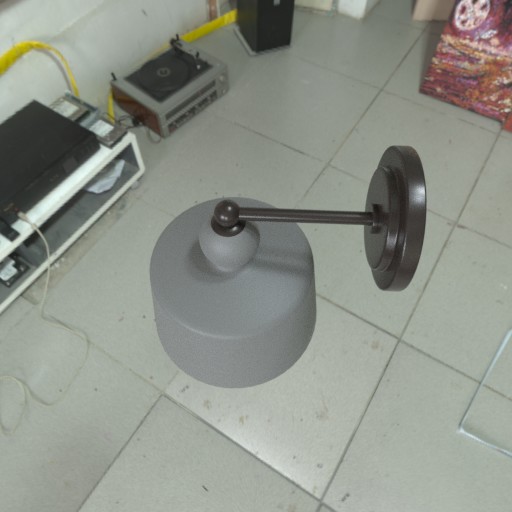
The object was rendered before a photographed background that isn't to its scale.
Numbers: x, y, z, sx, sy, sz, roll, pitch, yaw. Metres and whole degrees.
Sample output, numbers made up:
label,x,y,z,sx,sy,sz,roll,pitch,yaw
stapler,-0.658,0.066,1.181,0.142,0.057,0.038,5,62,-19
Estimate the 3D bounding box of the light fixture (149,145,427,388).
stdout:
label,x,y,z,sx,sy,sz,roll,pitch,yaw
light fixture,0.000,0.000,0.452,0.254,0.268,0.204,2,59,1
